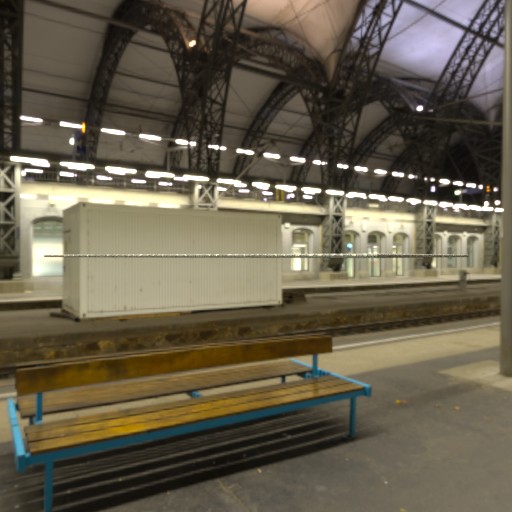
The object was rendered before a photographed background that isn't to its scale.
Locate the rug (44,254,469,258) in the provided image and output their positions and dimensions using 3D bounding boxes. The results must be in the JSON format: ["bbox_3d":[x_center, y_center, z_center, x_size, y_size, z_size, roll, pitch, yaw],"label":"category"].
[{"bbox_3d":[0.000,0.000,2.752,2.144,0.015,1.543,0,0,36],"label":"rug"}]
